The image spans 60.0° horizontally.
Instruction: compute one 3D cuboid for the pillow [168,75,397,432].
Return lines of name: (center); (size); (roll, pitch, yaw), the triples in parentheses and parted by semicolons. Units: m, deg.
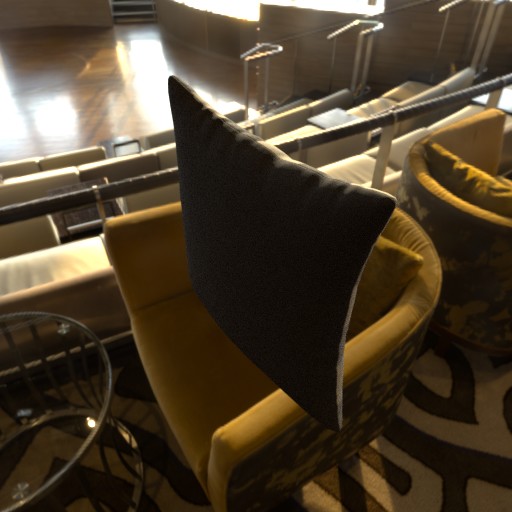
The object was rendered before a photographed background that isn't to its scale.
pillow: (0.000, 0.000, 0.804); (0.161, 0.509, 0.511); (-26, 47, -27)
